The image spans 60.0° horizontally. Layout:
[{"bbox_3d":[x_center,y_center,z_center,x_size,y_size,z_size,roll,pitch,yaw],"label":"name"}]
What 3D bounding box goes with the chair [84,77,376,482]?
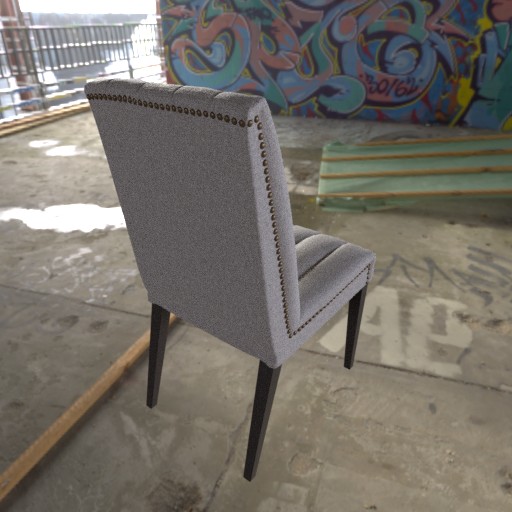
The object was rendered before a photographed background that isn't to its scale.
[{"bbox_3d":[0.000,0.000,1.307,0.511,1.016,0.647,21,35,33],"label":"chair"}]
